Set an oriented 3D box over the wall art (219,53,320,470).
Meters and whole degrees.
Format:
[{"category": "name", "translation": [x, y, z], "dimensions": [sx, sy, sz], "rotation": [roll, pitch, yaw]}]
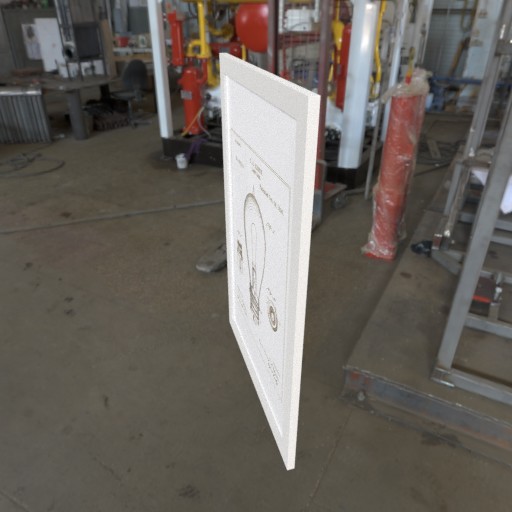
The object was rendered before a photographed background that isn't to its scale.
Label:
[{"category": "wall art", "translation": [0.000, 0.000, 0.603], "dimensions": [0.010, 0.474, 0.325], "rotation": [-9, 31, -14]}]
